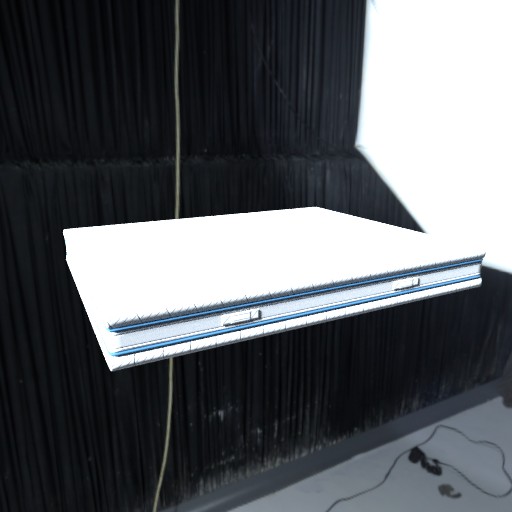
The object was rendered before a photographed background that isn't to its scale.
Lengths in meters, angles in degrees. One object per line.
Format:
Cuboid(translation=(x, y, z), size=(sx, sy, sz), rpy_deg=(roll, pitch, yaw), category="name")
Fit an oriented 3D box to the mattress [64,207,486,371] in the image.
Cuboid(translation=(0.000, 0.000, 2.675), size=(2.000, 0.230, 1.600), rpy_deg=(-8, 17, -26), category="mattress")
